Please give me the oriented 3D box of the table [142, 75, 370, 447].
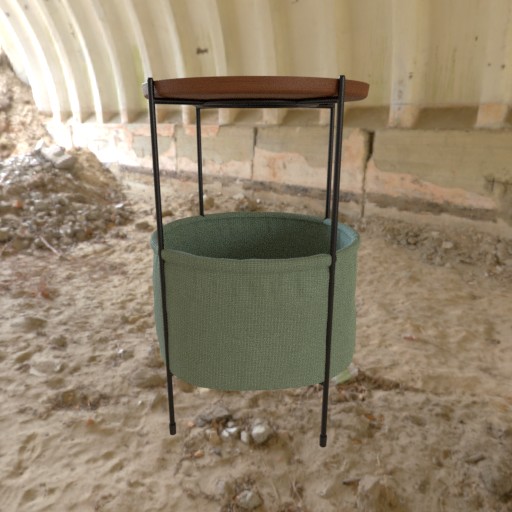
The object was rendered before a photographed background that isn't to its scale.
[{"bbox_3d":[0.000,0.000,0.861,0.400,0.623,0.400,2,17,7],"label":"table"}]
